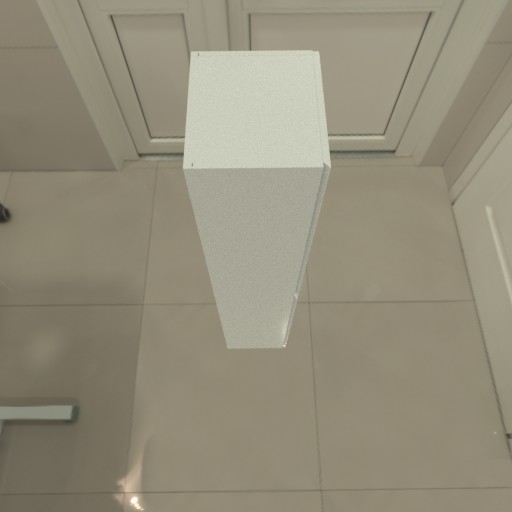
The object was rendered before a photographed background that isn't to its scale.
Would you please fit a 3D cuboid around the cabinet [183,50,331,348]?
[{"bbox_3d":[0.000,0.000,1.504,0.270,1.400,0.300,-1,65,0],"label":"cabinet"}]
